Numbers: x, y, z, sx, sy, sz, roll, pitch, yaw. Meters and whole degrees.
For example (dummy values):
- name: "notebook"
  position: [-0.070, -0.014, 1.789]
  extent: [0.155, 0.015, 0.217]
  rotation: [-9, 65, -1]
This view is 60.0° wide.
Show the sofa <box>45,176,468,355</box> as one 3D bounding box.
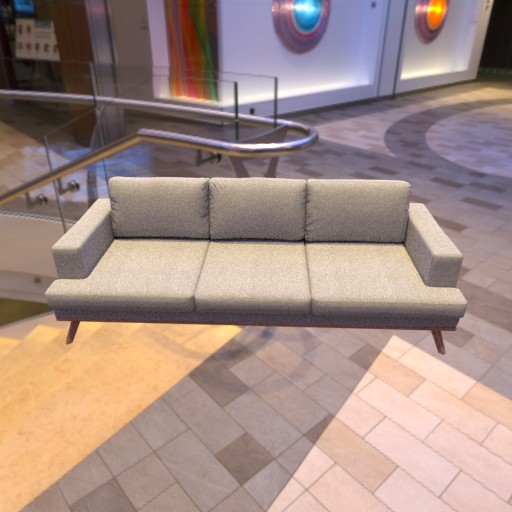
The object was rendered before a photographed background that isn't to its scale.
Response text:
- name: "sofa"
  position: [0.000, 0.000, 2.784]
  extent: [2.310, 0.810, 0.920]
  rotation: [1, 29, 2]
